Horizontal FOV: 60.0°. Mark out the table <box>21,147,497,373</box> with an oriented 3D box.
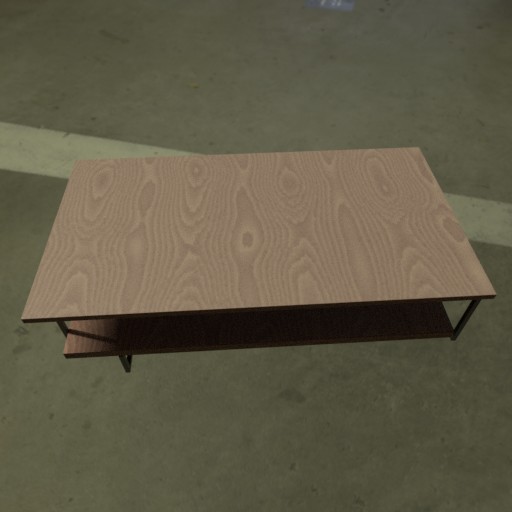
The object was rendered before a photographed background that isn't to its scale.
[{"bbox_3d":[0.000,0.000,1.456,1.197,0.347,0.651,-3,48,-2],"label":"table"}]
